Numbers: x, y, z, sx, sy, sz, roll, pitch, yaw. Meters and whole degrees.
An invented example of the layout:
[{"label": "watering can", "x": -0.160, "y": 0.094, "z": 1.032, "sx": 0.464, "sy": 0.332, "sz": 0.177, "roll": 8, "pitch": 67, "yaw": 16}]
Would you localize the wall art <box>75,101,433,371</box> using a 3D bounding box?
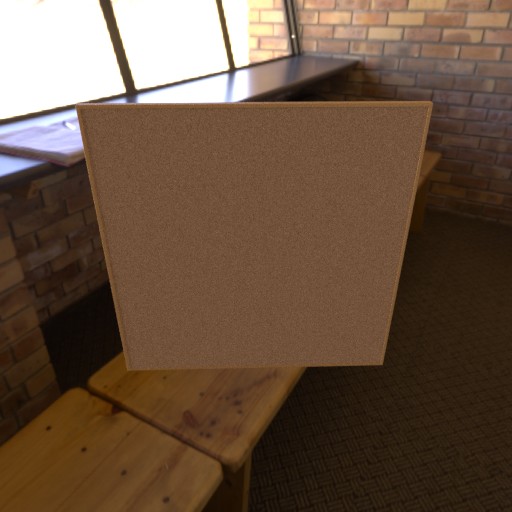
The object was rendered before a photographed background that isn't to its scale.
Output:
[{"label": "wall art", "x": 0.000, "y": 0.000, "z": 0.684, "sx": 0.457, "sy": 0.455, "sz": 0.013, "roll": -1, "pitch": 30, "yaw": -2}]
